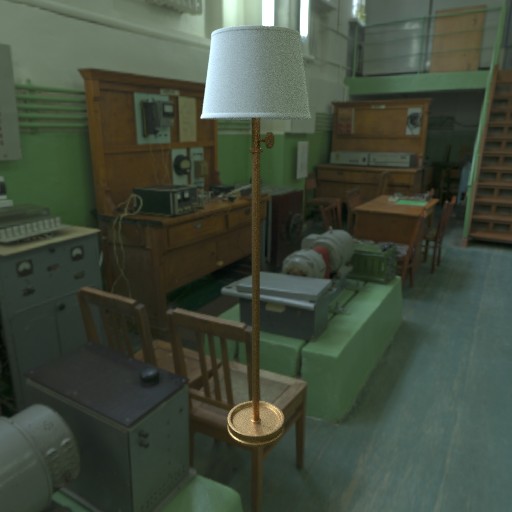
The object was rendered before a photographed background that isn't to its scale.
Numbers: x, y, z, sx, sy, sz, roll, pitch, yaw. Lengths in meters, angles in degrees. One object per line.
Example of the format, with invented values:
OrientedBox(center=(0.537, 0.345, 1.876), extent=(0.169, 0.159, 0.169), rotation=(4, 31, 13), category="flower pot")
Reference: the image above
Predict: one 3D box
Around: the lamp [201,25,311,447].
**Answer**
OrientedBox(center=(0.000, 0.000, 0.783), extent=(0.178, 0.710, 0.178), rotation=(0, 16, 0), category="lamp")
